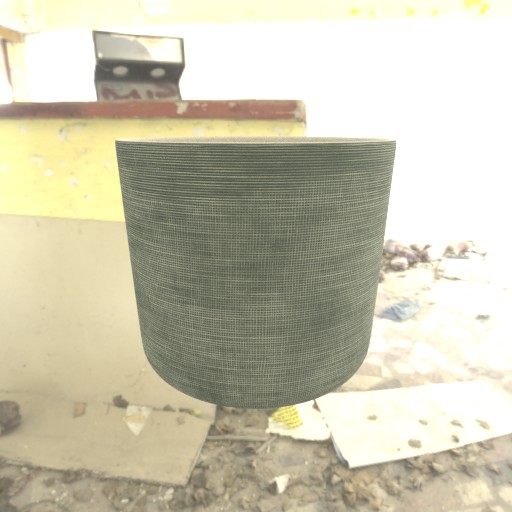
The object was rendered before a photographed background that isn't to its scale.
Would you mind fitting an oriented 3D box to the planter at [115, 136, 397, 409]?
[{"bbox_3d":[0.000,0.000,0.777,0.440,0.398,0.440,0,16,0],"label":"planter"}]
